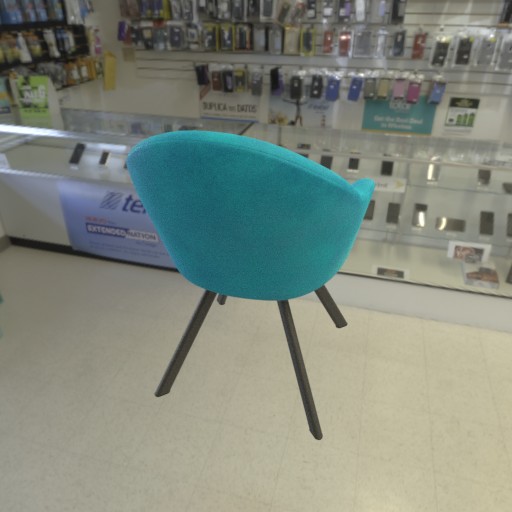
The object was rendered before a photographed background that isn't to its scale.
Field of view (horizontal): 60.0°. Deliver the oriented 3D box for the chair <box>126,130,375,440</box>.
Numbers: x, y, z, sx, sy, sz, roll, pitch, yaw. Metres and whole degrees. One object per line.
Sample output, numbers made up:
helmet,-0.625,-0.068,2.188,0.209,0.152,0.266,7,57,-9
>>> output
chair,0.000,0.000,1.178,0.550,0.795,0.590,9,32,15
